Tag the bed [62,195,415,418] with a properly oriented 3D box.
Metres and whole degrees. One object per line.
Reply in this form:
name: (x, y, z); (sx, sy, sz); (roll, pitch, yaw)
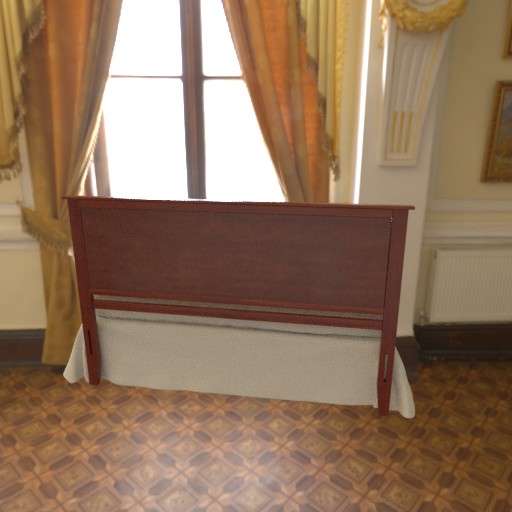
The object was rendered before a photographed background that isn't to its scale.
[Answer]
bed: (0.000, 0.000, 3.669); (2.314, 1.271, 2.219); (3, 17, 10)
